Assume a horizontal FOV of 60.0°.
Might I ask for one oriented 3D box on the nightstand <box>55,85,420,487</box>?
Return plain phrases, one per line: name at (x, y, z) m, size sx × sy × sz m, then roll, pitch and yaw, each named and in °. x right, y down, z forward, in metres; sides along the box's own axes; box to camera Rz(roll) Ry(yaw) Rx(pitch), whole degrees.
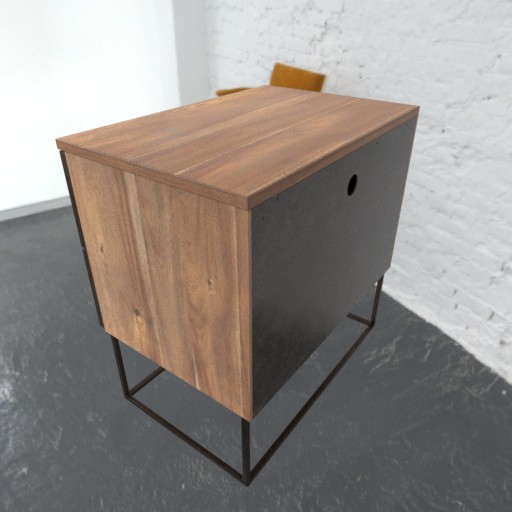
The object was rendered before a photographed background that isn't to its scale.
nightstand at (0.000, 0.000, 1.008) m, size 0.427 × 0.611 × 0.605 m, roll 21°, pitch 37°, yaw 31°
